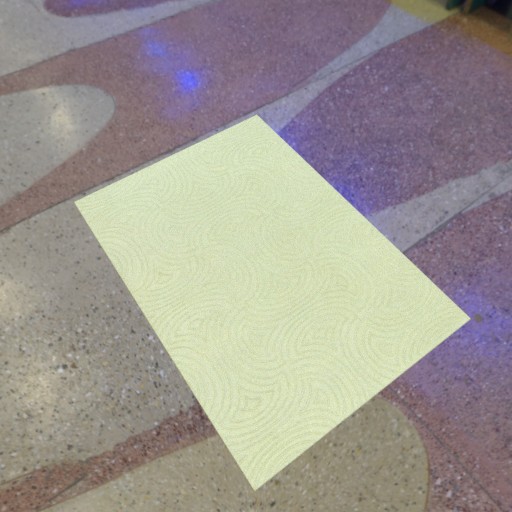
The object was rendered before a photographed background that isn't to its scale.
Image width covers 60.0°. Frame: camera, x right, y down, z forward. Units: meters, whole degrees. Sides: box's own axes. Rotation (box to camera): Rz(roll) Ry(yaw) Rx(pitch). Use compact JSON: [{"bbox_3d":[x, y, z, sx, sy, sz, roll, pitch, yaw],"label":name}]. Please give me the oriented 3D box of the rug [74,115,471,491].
[{"bbox_3d":[0.000,0.000,2.783,1.526,0.015,2.132,-31,63,-18],"label":"rug"}]
